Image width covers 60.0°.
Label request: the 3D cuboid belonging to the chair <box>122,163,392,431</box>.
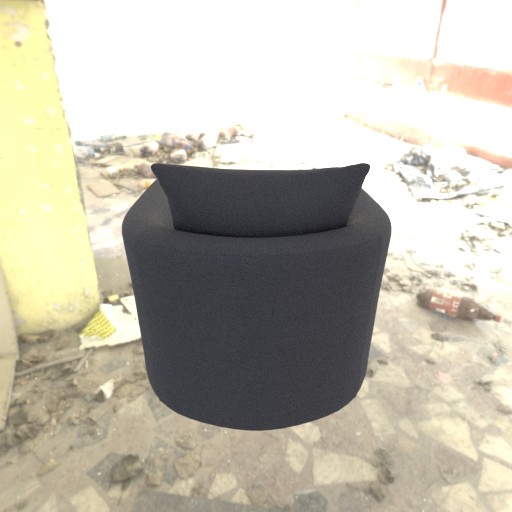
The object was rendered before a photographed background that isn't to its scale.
[{"bbox_3d":[0.000,0.000,1.591,0.845,0.848,0.910,-1,29,-1],"label":"chair"}]
